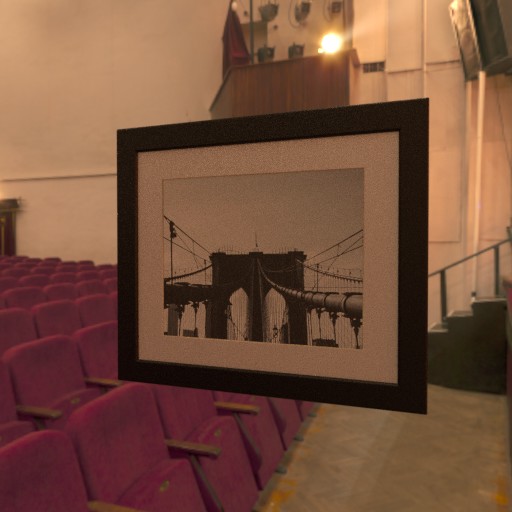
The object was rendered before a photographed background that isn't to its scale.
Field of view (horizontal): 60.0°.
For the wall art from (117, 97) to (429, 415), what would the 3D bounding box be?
[{"bbox_3d":[0.000,0.000,0.720,0.521,0.450,0.018,0,1,19],"label":"wall art"}]
